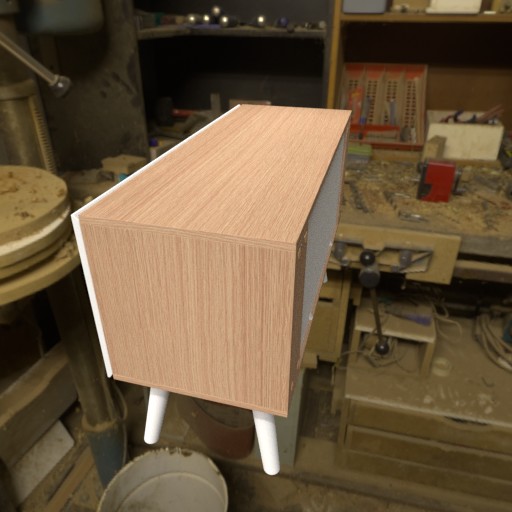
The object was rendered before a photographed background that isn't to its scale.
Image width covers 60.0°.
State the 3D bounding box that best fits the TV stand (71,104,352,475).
[{"bbox_3d":[0.000,0.000,1.315,0.407,0.660,0.991,8,31,13],"label":"TV stand"}]
